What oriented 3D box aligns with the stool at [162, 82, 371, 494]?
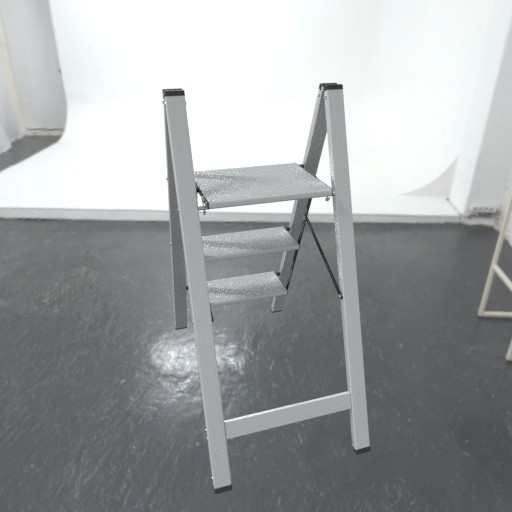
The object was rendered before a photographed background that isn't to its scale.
[{"bbox_3d":[0.000,0.000,1.255,0.441,0.902,0.730,-8,28,-15],"label":"stool"}]
